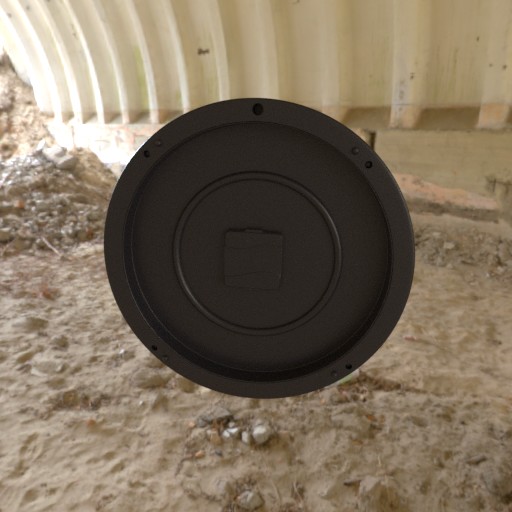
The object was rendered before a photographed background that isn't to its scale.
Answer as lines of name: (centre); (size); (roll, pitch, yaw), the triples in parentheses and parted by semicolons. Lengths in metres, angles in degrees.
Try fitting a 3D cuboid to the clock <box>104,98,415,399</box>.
clock: (0.000, 0.000, 0.449); (0.300, 0.300, 0.060); (2, 17, 7)
